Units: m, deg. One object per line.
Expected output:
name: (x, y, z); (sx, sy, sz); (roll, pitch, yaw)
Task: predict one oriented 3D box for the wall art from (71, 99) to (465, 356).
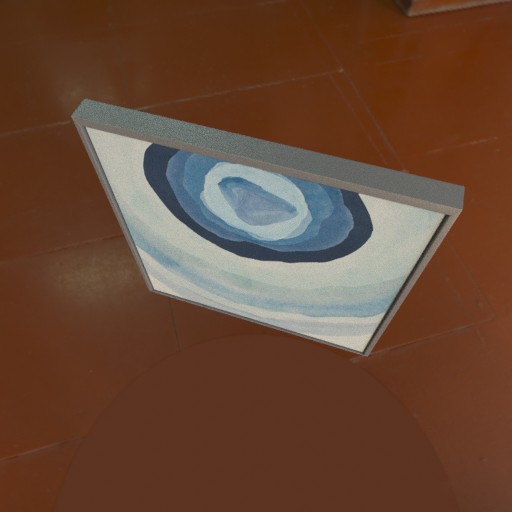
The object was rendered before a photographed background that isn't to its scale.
wall art: (0.000, 0.000, 0.531); (0.349, 0.349, 0.028); (15, 60, 9)
